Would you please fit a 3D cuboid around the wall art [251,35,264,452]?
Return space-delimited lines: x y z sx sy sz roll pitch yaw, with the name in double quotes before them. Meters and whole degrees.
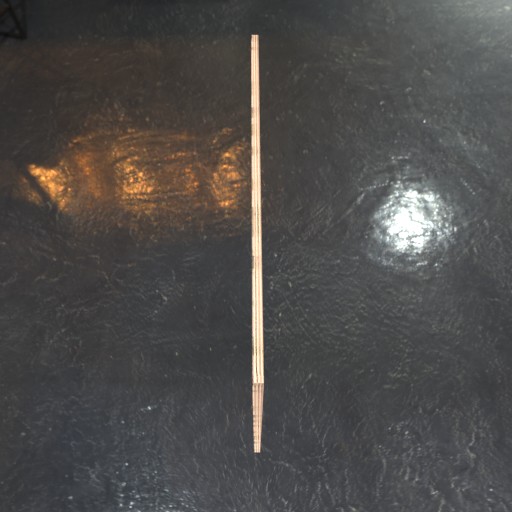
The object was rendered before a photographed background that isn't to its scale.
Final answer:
"wall art" 0.000 0.000 0.689 0.010 0.408 0.508 0 58 0
